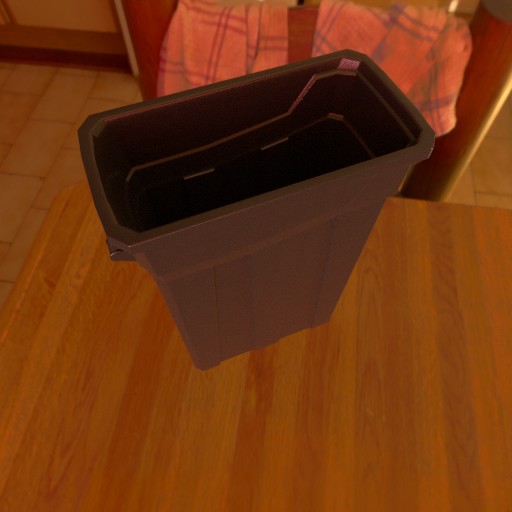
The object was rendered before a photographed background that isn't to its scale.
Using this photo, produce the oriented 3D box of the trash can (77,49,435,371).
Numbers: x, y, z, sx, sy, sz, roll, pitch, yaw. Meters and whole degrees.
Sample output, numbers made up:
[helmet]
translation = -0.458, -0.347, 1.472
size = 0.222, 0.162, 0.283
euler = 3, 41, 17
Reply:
[trash can]
translation = 0.000, 0.000, 1.037
size = 0.559, 0.762, 0.281
euler = -19, 60, -11
